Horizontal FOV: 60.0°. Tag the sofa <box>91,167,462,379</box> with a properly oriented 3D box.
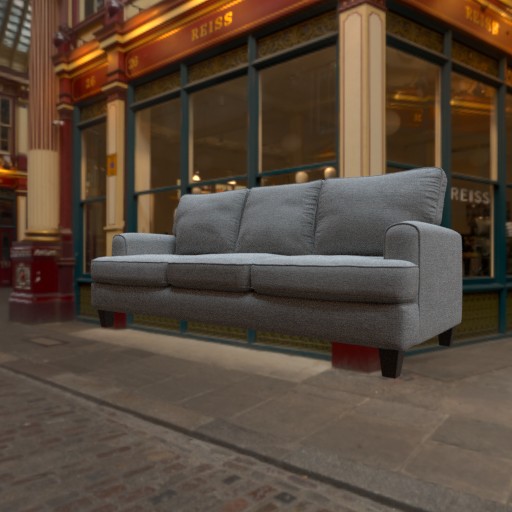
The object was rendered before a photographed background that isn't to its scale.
[{"bbox_3d":[0.000,0.000,2.701,2.158,0.965,0.951,0,1,38],"label":"sofa"}]
